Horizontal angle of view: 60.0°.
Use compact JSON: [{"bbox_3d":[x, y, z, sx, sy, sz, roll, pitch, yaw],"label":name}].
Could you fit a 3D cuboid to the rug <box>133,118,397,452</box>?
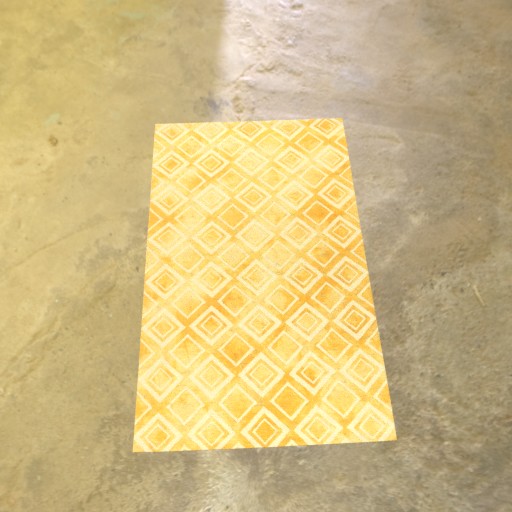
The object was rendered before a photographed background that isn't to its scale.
[{"bbox_3d":[0.000,0.000,3.051,1.511,0.010,2.424,-2,64,-1],"label":"rug"}]
